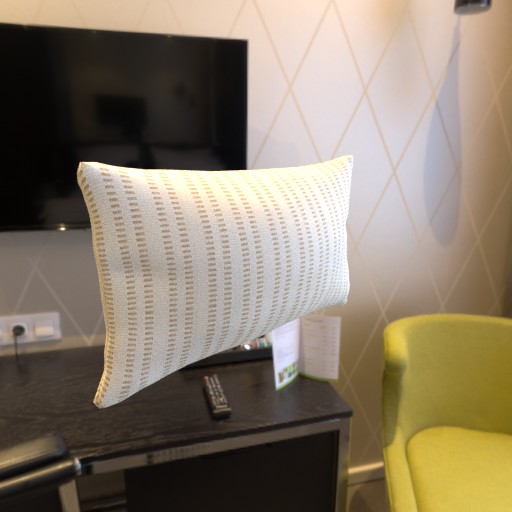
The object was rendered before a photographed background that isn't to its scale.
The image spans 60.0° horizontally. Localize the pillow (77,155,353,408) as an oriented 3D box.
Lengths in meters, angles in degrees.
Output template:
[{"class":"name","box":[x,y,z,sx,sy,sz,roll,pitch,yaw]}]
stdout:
[{"class":"pillow","box":[0.000,0.000,0.815,0.210,0.353,0.640,13,19,43]}]
